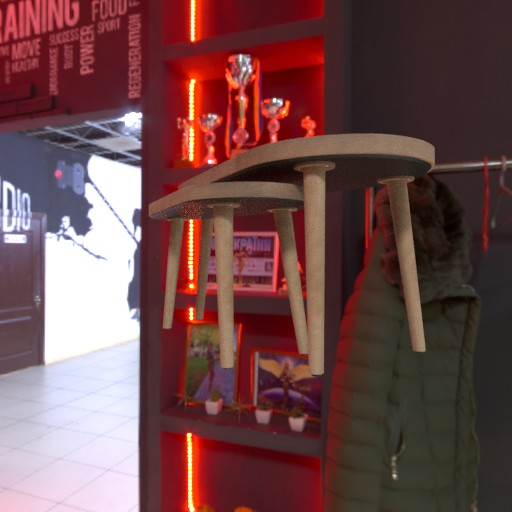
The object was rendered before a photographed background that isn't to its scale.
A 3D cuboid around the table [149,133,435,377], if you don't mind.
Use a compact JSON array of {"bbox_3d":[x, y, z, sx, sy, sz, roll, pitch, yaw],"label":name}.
[{"bbox_3d":[0.000,0.000,1.559,0.701,0.595,1.190,0,0,-36],"label":"table"}]
